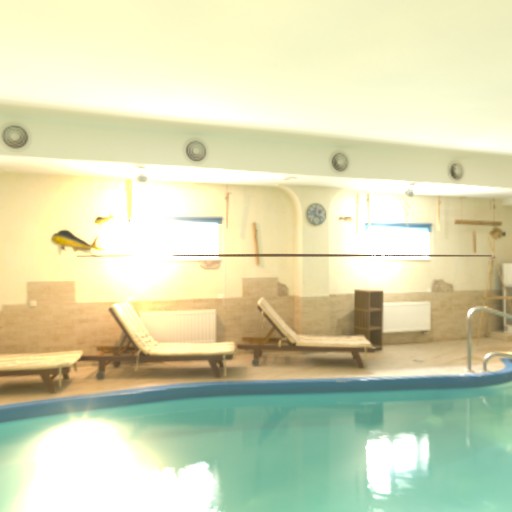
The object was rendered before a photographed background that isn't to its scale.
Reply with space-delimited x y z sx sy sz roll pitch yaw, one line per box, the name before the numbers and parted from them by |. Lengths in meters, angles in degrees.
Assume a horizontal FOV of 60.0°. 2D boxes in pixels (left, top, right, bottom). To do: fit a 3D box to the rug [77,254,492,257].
rug | 0.000 0.000 2.858 1.600 0.008 2.235 0 0 -38
